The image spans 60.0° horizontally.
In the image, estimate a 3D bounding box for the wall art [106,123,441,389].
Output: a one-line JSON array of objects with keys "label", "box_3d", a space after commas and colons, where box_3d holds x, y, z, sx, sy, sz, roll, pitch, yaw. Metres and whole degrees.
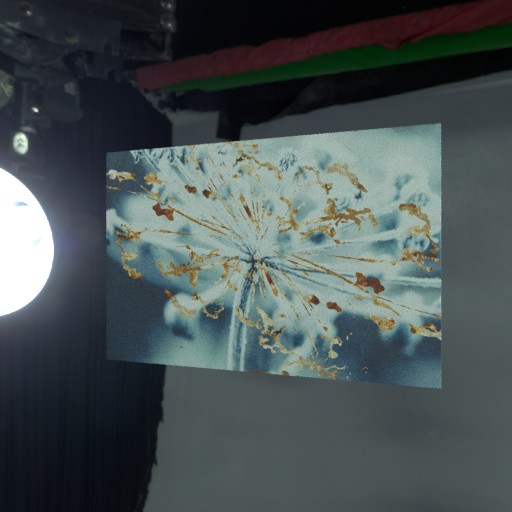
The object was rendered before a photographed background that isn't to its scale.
[{"label": "wall art", "box_3d": [0.000, 0.000, 0.790, 0.607, 0.405, 0.036, 0, 0, 19]}]
